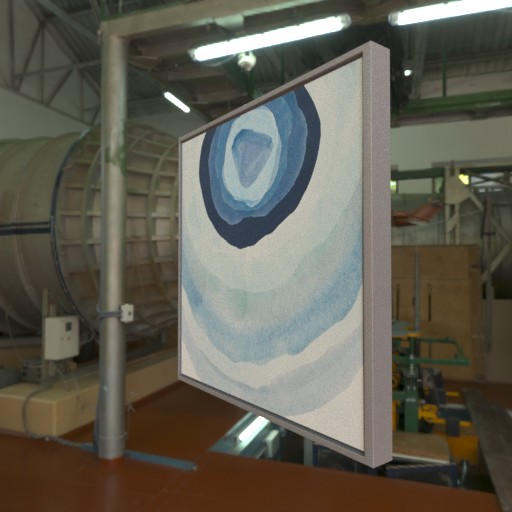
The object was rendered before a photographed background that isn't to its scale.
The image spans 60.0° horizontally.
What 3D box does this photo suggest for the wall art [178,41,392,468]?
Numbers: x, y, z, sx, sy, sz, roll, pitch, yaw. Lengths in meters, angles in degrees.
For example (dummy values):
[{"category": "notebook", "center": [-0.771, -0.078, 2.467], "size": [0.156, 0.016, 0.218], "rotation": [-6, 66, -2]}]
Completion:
[{"category": "wall art", "center": [0.000, 0.000, 0.507], "size": [0.028, 0.349, 0.349], "rotation": [1, -2, -36]}]
